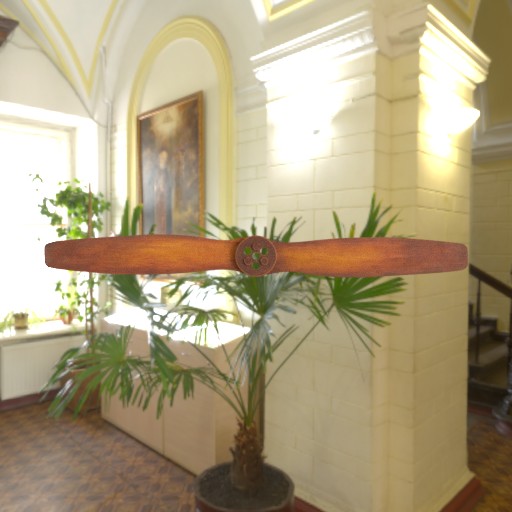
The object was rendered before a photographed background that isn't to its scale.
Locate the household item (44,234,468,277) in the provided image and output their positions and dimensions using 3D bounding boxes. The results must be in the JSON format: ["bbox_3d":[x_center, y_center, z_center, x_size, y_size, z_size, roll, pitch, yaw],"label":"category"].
[{"bbox_3d":[0.000,0.000,1.234,1.181,0.121,0.051,0,2,0],"label":"household item"}]
